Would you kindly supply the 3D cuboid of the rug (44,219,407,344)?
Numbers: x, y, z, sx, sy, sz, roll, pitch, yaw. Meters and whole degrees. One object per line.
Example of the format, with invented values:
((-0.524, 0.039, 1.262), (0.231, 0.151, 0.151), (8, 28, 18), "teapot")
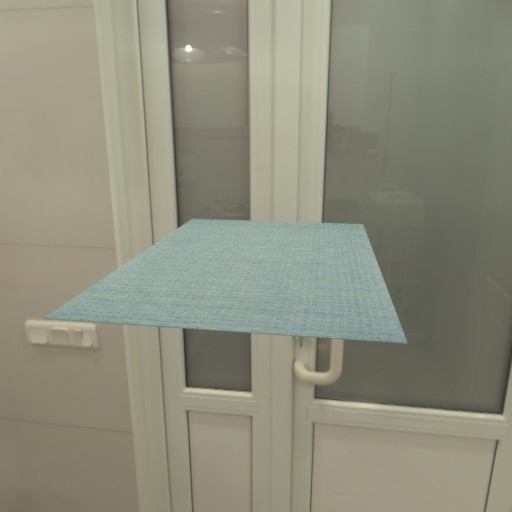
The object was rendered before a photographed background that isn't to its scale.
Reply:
((0.000, 0.000, 3.739), (1.982, 0.006, 2.895), (2, 16, 8), "rug")
